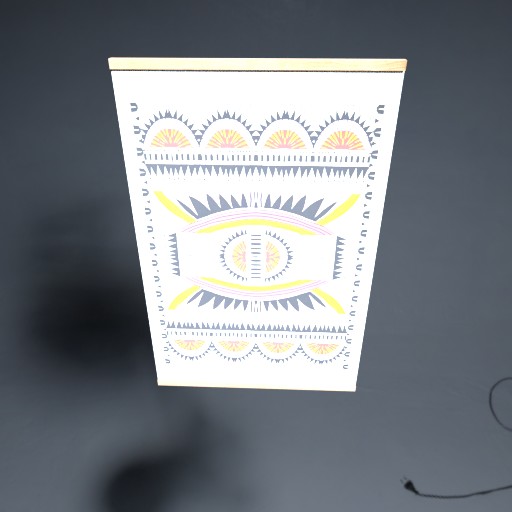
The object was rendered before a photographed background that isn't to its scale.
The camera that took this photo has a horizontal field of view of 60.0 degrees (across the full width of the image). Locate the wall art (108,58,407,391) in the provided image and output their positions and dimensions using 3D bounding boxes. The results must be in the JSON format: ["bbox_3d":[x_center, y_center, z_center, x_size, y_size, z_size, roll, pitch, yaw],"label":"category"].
[{"bbox_3d":[0.000,0.000,1.877,0.999,1.533,0.028,1,30,2],"label":"wall art"}]
